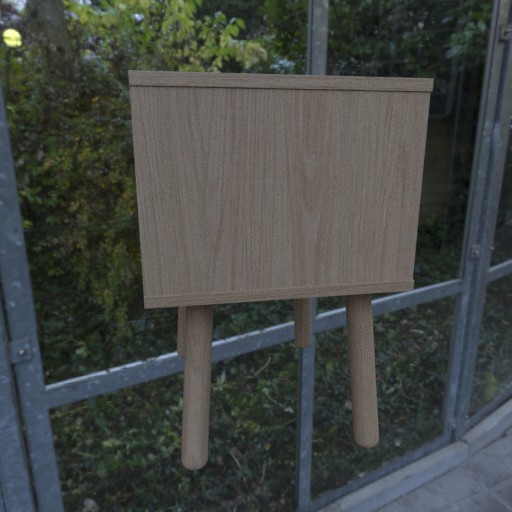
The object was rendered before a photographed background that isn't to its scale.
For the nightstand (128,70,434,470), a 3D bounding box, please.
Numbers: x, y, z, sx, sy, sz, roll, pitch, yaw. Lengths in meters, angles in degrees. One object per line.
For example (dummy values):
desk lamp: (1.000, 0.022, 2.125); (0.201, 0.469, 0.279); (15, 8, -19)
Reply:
nightstand: (0.000, 0.000, 0.823); (0.380, 0.571, 0.450); (-3, 15, -10)
